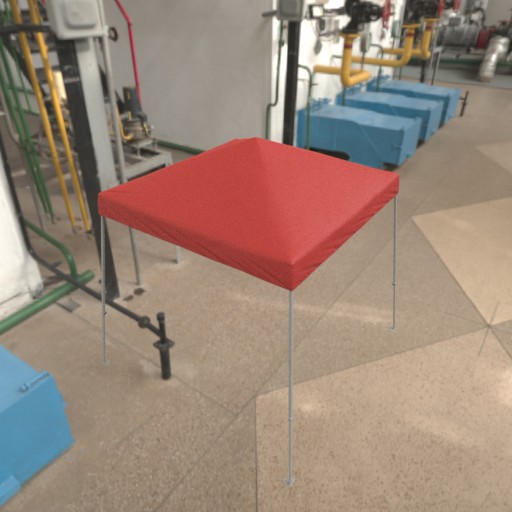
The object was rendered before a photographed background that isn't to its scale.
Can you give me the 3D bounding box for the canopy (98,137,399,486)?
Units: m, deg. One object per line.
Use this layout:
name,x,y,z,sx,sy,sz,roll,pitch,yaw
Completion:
canopy,0.000,0.000,6.664,3.600,3.600,3.599,20,37,30
